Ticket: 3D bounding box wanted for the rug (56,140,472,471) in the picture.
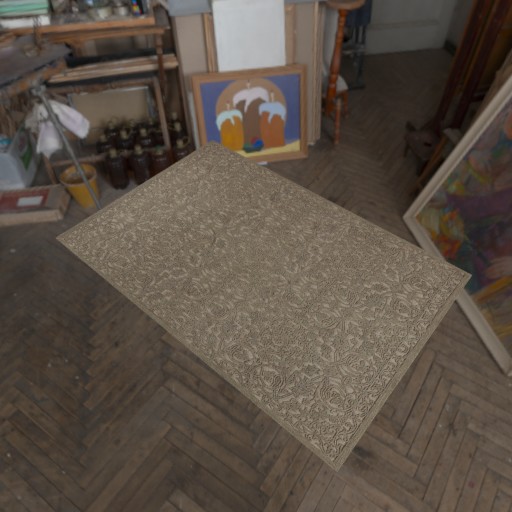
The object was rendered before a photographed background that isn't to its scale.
[{"bbox_3d":[0.000,0.000,2.327,1.827,0.006,1.221,33,56,26],"label":"rug"}]
